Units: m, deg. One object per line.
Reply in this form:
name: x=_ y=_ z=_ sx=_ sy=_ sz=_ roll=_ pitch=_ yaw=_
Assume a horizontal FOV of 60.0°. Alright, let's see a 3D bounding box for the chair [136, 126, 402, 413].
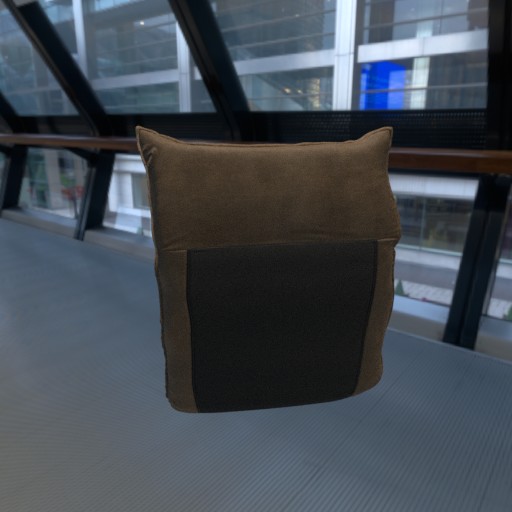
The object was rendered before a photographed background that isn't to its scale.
chair: x=0.000 y=0.000 z=1.610 sx=0.714 sy=0.892 sz=0.985 roll=-2 pitch=15 yaw=-8
